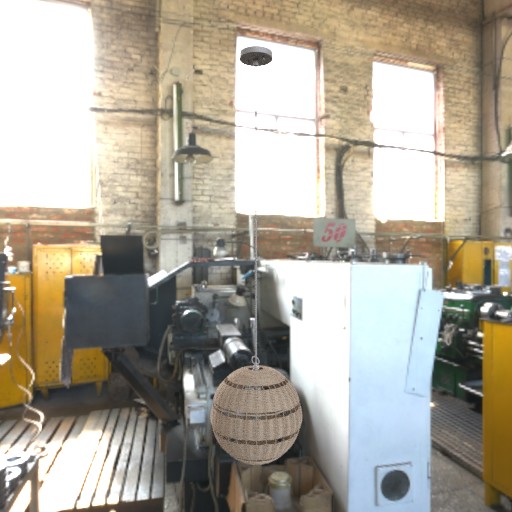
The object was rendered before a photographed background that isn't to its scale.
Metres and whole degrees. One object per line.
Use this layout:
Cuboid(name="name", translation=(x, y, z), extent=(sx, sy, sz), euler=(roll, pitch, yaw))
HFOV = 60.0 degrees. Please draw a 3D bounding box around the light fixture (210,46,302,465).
Cuboid(name="light fixture", translation=(0.000, 0.000, 2.212), extent=(0.457, 2.019, 0.457), euler=(0, 0, 36))
